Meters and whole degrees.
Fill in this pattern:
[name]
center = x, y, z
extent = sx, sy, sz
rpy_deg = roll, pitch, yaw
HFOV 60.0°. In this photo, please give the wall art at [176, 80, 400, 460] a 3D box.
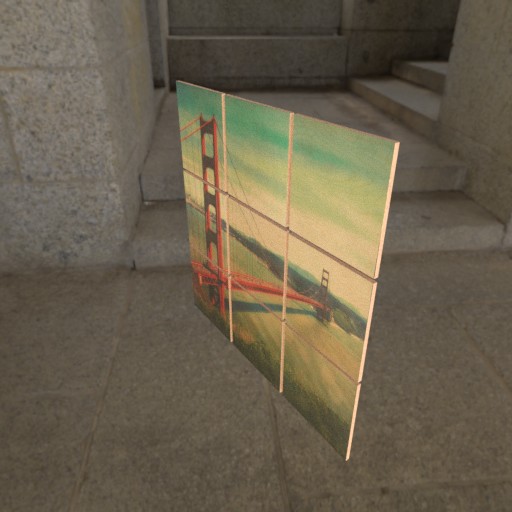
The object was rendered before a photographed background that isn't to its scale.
[wall art]
center = 0.000, 0.000, 1.815
extent = 0.016, 1.207, 1.217
rpy_deg = -19, 35, -30
